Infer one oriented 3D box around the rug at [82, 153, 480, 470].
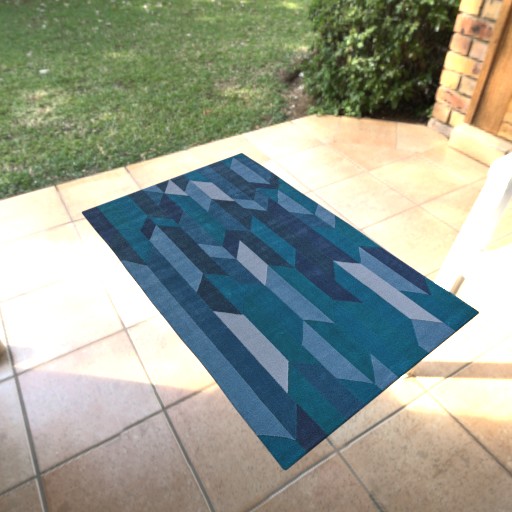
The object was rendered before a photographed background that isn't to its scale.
[{"bbox_3d":[0.000,0.000,3.015,1.528,0.005,2.420,-27,48,-27],"label":"rug"}]
